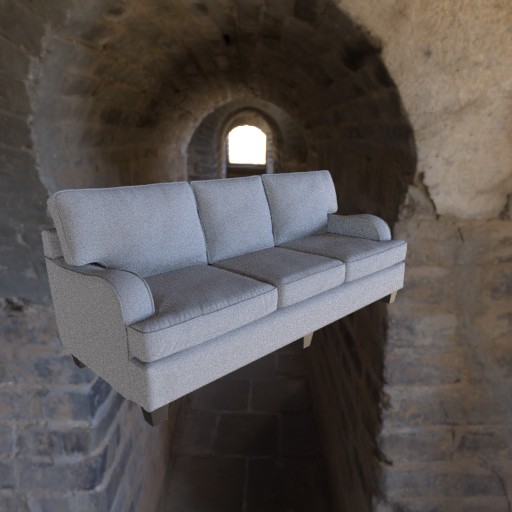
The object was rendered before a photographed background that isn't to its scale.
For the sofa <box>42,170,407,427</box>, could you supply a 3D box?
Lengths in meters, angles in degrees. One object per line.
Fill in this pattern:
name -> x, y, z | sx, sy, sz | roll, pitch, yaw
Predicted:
sofa -> 0.000, 0.000, 2.899 | 1.016, 0.997, 2.323 | 15, 21, 43
